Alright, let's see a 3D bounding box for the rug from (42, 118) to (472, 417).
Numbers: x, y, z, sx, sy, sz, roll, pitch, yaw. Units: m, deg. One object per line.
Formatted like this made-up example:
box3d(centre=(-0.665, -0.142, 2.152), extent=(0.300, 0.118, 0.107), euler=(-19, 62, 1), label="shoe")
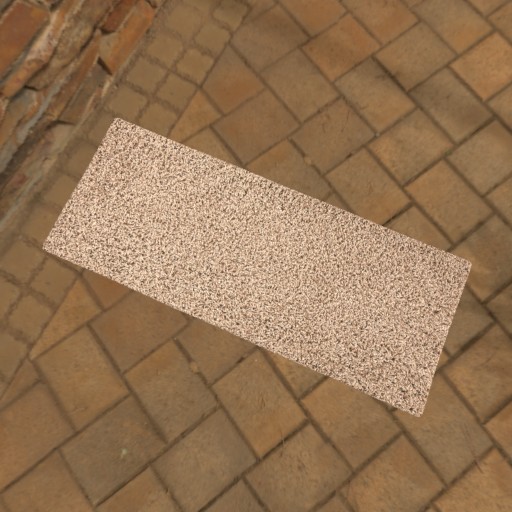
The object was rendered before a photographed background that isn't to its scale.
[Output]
box3d(centre=(0.000, 0.000, 1.689), extent=(1.524, 0.030, 0.609), euler=(23, 78, 5), label="rug")
